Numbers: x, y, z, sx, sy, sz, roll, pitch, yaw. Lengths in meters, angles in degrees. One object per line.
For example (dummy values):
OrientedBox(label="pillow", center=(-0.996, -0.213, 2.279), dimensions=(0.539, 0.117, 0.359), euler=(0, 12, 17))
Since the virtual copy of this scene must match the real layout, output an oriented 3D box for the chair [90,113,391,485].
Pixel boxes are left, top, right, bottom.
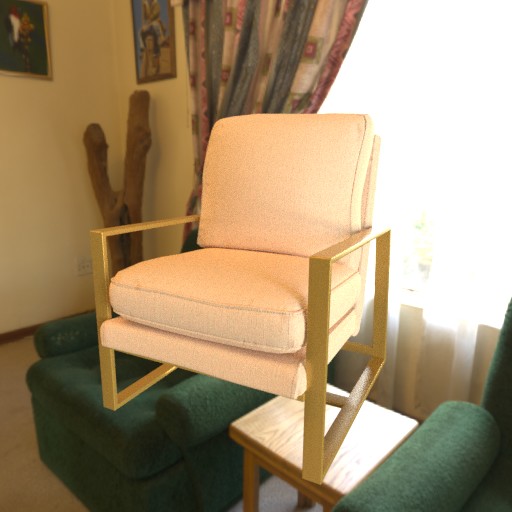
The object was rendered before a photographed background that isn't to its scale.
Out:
OrientedBox(label="chair", center=(0.000, 0.000, 1.499), dimensions=(0.758, 0.956, 0.813), euler=(7, 15, 27))
